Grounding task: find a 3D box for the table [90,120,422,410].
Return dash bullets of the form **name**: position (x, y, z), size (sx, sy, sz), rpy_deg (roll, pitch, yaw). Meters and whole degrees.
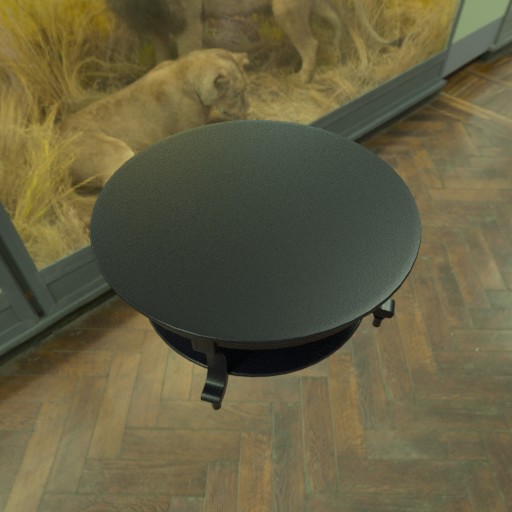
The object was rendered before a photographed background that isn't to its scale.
- **table**: position (0.000, 0.000, 1.588), size (1.029, 0.491, 1.029), rpy_deg (0, 47, 0)
